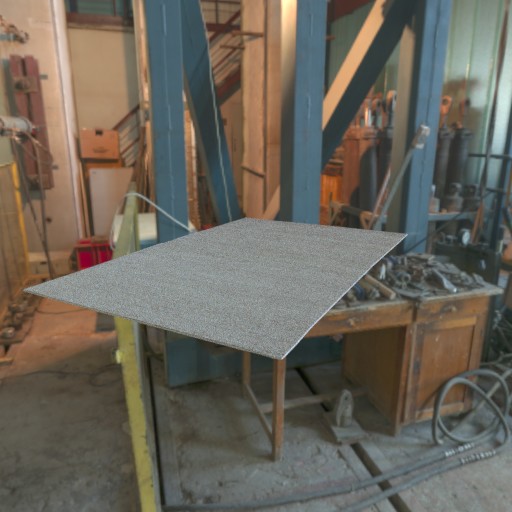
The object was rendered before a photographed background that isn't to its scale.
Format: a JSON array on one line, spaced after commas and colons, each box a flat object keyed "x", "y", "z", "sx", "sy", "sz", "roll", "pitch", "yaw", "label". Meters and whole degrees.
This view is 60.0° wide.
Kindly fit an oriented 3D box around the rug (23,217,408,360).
[{"x": 0.000, "y": 0.000, "z": 2.256, "sx": 1.154, "sy": 0.021, "sz": 1.792, "roll": 9, "pitch": 18, "yaw": 28, "label": "rug"}]
